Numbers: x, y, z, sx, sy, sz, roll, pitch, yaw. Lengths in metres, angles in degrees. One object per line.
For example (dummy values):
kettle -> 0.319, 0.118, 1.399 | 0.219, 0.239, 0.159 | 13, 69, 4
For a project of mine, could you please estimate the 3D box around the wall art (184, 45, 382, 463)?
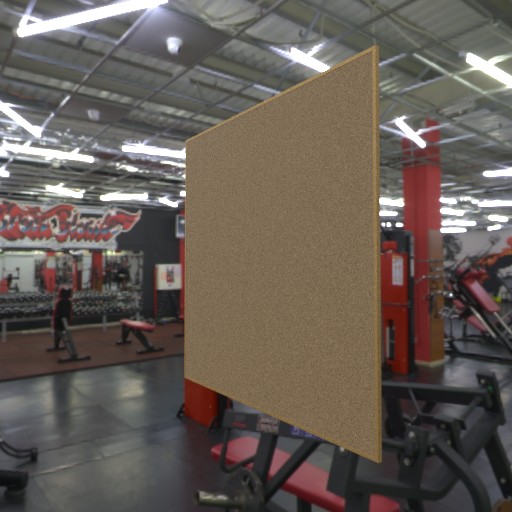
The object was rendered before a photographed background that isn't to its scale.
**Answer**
wall art -> 0.000, 0.000, 1.409 | 0.013, 0.959, 0.962 | 1, -2, -36
